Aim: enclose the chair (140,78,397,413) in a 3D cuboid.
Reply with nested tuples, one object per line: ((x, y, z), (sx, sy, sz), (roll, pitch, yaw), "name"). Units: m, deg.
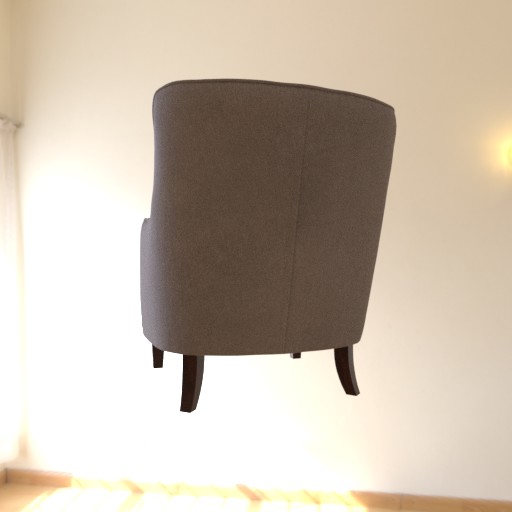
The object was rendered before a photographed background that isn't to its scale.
((0.000, 0.000, 1.586), (0.781, 0.919, 0.910), (0, -1, -18), "chair")
